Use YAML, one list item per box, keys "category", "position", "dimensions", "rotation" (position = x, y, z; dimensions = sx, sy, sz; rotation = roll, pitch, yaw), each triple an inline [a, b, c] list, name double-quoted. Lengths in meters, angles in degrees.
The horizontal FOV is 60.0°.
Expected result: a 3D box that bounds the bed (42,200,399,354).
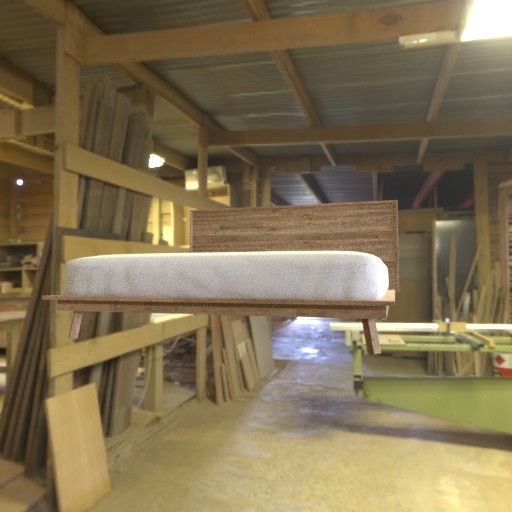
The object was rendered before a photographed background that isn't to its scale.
- category: "bed"
  position: [0.000, 0.000, 3.436]
  dimensions: [2.116, 1.100, 2.167]
  rotation: [-1, -3, 17]
